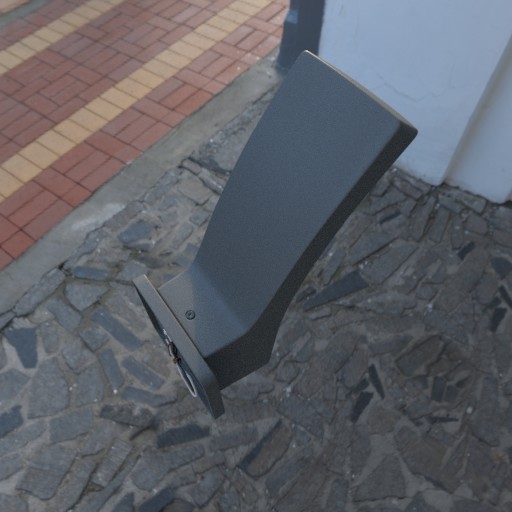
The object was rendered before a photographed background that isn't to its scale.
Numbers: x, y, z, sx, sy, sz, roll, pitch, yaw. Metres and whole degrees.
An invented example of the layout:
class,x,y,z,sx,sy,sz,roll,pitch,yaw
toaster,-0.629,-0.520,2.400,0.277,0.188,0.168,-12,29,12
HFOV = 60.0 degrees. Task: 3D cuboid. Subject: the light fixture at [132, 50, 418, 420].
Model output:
class,x,y,z,sx,sy,sz,roll,pitch,yaw
light fixture,0.000,0.000,0.329,0.174,0.243,0.108,-32,63,-19
